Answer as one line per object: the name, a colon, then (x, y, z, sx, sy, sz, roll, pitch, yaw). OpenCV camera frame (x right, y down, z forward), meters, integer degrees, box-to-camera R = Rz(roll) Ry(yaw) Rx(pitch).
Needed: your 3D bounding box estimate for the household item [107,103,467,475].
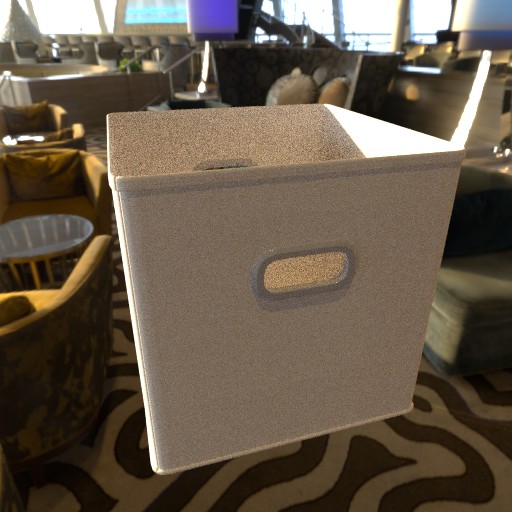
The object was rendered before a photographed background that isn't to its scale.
household item: (0.000, 0.000, 0.539, 0.305, 0.305, 0.305, -8, 28, -15)
